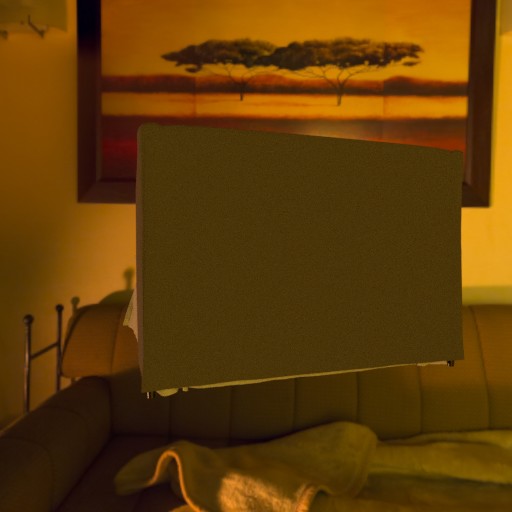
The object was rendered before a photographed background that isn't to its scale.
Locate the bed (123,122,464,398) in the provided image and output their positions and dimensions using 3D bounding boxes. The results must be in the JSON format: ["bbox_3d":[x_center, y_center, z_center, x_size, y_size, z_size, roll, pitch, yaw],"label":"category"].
[{"bbox_3d":[0.000,0.000,3.444,1.925,1.332,2.276,0,1,-19],"label":"bed"}]
